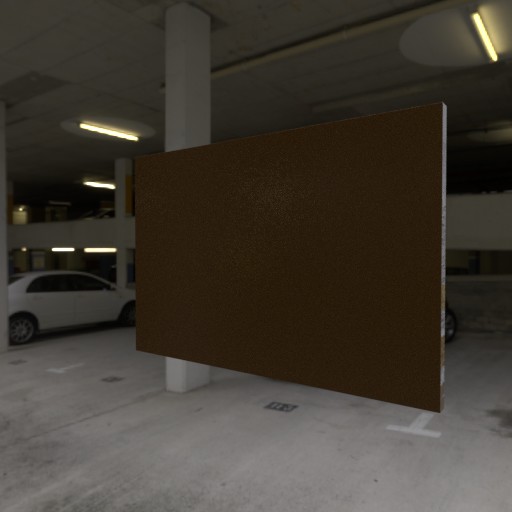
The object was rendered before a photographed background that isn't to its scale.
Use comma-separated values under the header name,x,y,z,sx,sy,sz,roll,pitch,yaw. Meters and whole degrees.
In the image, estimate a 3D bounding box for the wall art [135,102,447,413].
name,x,y,z,sx,sy,sz,roll,pitch,yaw
wall art,0.000,0.000,1.433,1.145,0.762,0.041,1,1,36
